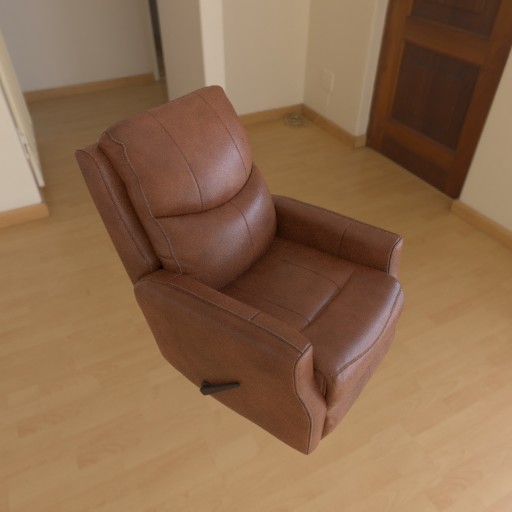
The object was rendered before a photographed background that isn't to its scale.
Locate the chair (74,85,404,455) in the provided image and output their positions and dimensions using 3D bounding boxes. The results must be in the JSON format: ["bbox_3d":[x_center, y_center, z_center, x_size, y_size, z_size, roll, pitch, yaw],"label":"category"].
[{"bbox_3d":[0.000,0.000,1.703,1.072,1.016,0.821,26,46,28],"label":"chair"}]
